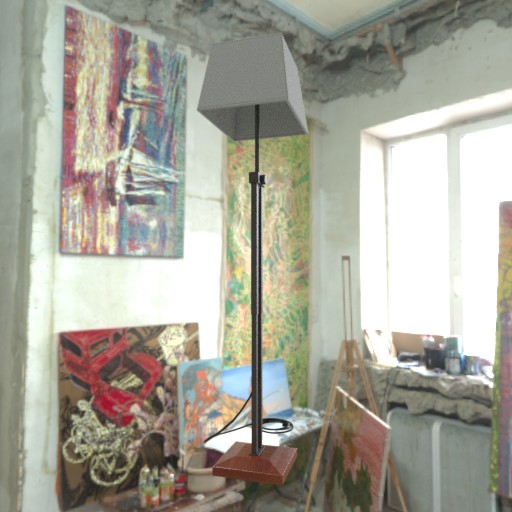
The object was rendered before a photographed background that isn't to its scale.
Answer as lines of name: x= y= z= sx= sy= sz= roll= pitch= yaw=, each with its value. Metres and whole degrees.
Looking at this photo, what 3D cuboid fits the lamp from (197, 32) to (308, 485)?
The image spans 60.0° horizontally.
lamp: x=0.000 y=0.000 z=2.004 sx=0.472 sy=1.712 sz=0.745 roll=-1 pitch=-3 yaw=17
